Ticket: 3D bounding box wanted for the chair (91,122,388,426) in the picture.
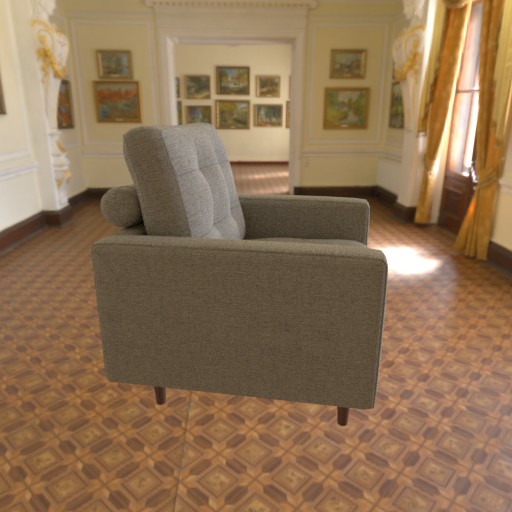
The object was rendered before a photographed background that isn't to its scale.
[{"bbox_3d":[0.000,0.000,1.543,0.843,0.880,0.821,3,18,10],"label":"chair"}]
